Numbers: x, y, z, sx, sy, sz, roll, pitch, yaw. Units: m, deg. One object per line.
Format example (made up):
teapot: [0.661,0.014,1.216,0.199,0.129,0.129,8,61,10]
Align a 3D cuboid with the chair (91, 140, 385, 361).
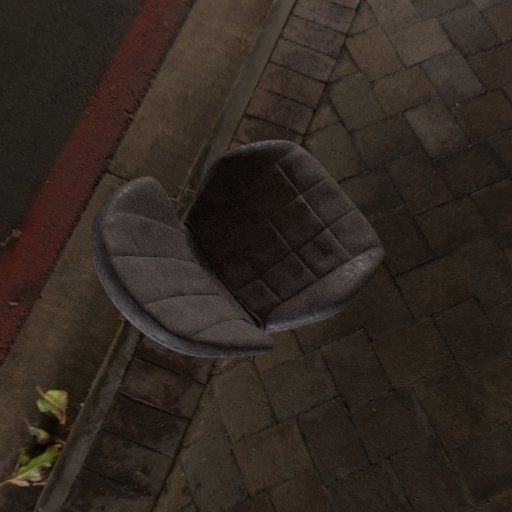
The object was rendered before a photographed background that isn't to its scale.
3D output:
chair: [0.000,0.000,1.263,0.640,0.934,0.527,-35,78,-8]
